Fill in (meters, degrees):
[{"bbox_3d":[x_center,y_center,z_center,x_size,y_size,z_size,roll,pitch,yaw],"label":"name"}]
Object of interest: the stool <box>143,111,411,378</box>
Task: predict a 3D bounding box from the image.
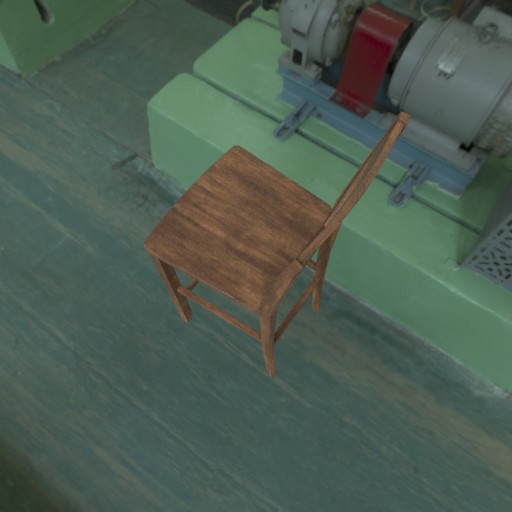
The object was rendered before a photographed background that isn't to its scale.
[{"bbox_3d":[0.000,0.000,1.366,0.487,1.105,0.433,32,68,15],"label":"stool"}]
